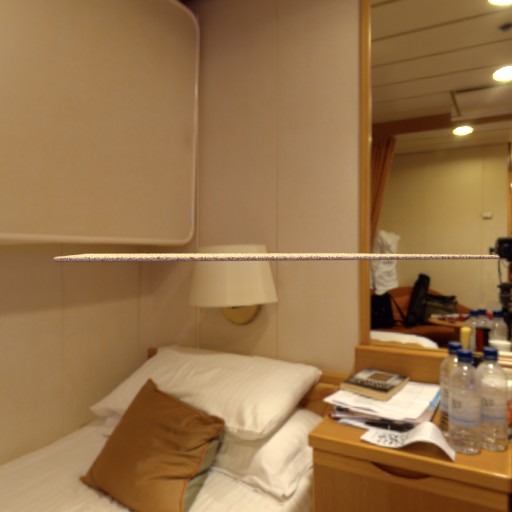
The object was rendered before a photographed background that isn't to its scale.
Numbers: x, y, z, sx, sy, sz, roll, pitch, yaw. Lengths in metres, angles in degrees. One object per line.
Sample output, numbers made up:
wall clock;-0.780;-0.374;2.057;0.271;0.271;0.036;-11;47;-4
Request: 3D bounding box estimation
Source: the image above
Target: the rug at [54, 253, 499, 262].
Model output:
rug;0.000;0.000;3.993;3.047;0.029;2.438;0;1;-17
